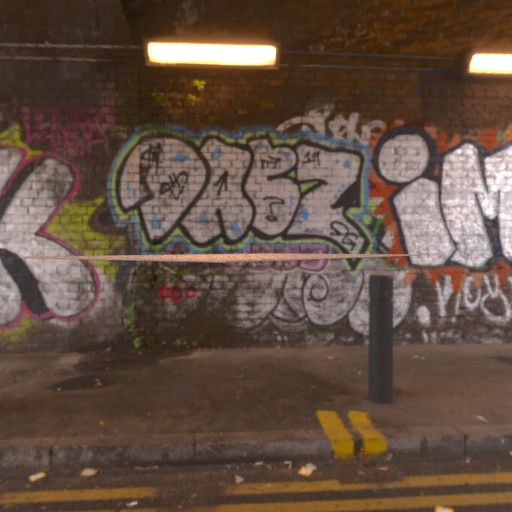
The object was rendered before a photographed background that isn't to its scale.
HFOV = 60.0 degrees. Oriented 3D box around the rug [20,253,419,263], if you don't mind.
[{"bbox_3d":[0.000,0.000,3.044,1.512,0.009,2.457,1,1,36],"label":"rug"}]
